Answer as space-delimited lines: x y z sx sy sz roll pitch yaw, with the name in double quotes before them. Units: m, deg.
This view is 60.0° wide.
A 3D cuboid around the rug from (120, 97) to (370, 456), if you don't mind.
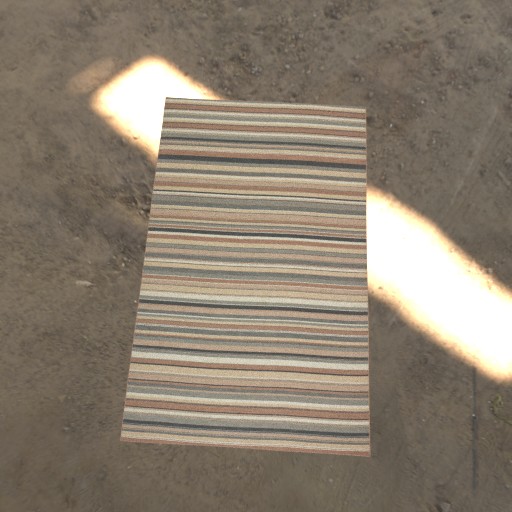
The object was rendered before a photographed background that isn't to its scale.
"rug" 0.000 0.000 3.026 1.523 0.014 2.438 3 74 1
